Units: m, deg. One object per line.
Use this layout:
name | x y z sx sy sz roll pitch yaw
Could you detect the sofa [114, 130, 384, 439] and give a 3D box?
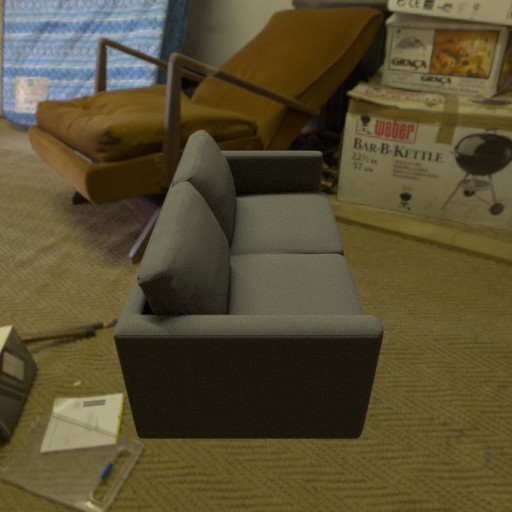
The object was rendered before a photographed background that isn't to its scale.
sofa | 0.000 0.000 2.269 0.940 0.866 1.713 0 34 0
